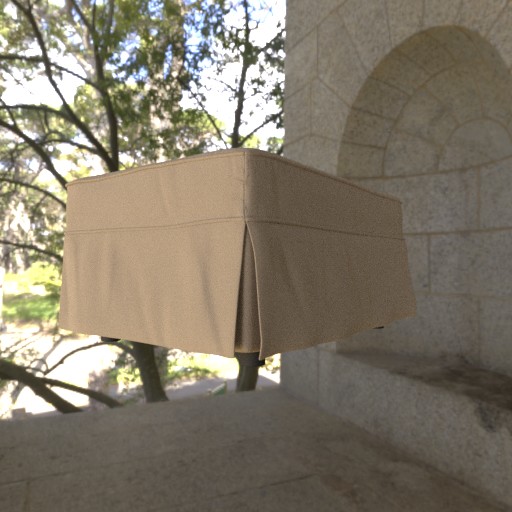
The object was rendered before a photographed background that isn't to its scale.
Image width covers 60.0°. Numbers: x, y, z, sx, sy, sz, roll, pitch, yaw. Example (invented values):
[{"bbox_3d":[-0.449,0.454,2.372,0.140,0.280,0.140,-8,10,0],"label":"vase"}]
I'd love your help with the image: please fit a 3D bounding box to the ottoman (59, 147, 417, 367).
[{"bbox_3d":[0.000,0.000,1.376,0.721,0.482,0.959,-1,-1,37],"label":"ottoman"}]
